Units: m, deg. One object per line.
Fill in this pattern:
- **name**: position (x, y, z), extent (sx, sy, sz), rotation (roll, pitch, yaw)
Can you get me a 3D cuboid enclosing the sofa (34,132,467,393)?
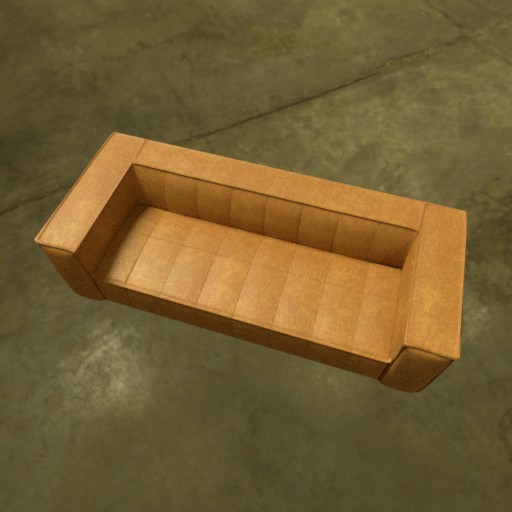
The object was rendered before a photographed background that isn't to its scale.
- **sofa**: position (0.000, 0.000, 3.059), extent (2.581, 0.701, 1.102), rotation (15, 58, 9)
